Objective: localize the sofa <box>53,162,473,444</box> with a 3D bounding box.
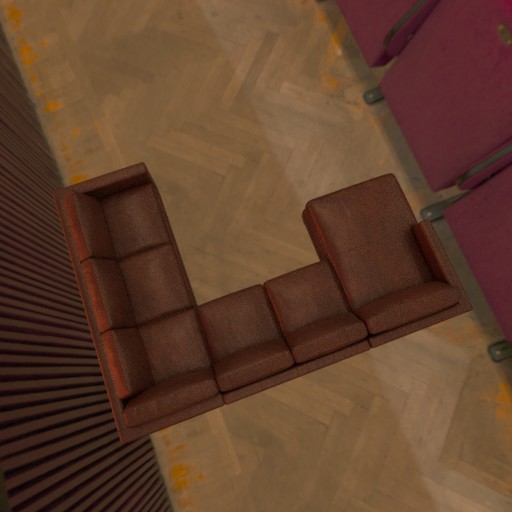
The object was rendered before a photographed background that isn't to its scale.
[{"bbox_3d":[0.000,0.000,4.444,3.324,0.891,2.452,-20,77,-5],"label":"sofa"}]
